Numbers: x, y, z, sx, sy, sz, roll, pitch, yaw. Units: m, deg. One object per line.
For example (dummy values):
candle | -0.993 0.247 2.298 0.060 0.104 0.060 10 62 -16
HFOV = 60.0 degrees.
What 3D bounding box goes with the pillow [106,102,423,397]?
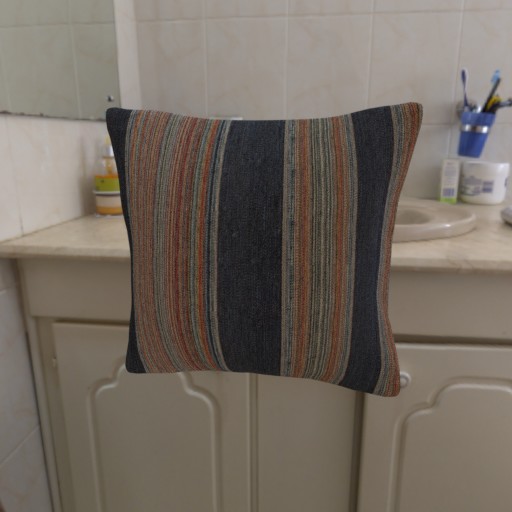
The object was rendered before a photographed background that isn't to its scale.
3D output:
pillow | 0.000 0.000 0.645 0.437 0.419 0.136 2 14 9
